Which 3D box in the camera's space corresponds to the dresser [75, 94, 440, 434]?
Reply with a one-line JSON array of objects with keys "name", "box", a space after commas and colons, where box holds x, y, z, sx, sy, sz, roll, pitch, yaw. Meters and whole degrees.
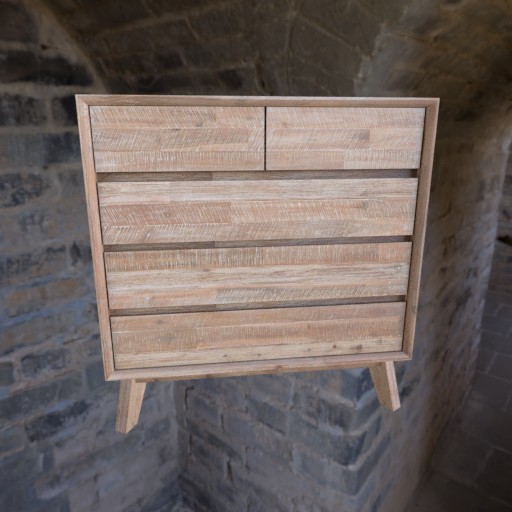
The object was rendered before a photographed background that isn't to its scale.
[{"name": "dresser", "box": [0.000, 0.000, 1.559, 0.998, 1.029, 0.455, -2, 16, -7]}]
